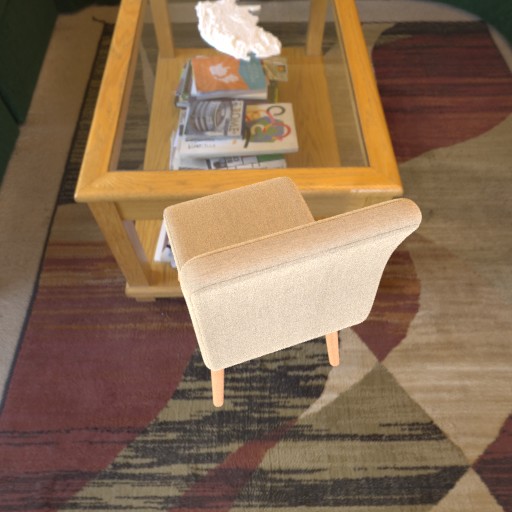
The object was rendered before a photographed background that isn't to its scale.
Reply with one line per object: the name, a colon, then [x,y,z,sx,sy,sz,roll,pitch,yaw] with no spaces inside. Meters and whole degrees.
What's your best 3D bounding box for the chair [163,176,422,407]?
chair: [0.000,0.000,1.174,0.435,0.885,0.550,-16,60,-10]
